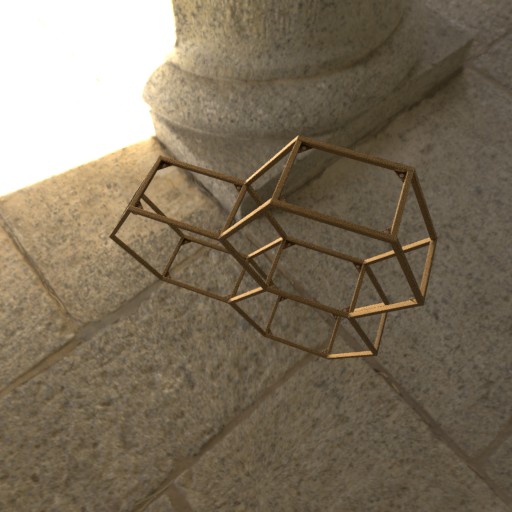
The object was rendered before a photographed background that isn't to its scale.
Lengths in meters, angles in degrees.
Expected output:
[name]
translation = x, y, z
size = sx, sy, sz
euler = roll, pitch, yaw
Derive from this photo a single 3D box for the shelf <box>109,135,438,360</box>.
[shelf]
translation = 0.000, 0.000, 1.053
size = 0.708, 0.701, 0.150
euler = 18, 64, 9
